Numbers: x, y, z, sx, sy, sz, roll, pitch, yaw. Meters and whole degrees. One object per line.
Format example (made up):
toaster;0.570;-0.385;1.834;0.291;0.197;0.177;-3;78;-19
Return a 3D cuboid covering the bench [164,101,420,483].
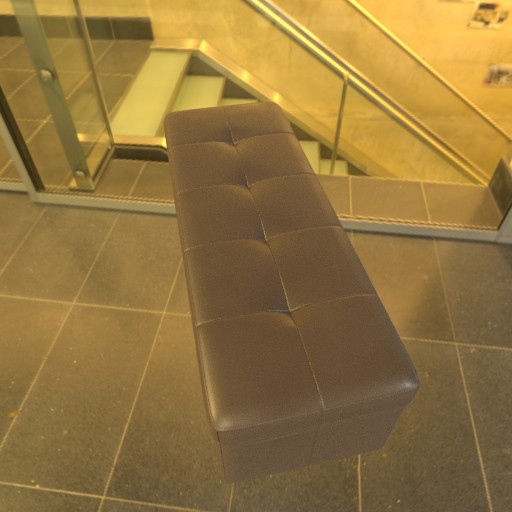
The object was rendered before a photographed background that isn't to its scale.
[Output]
bench;0.000;0.000;1.404;0.450;0.417;1.219;-9;47;-8
